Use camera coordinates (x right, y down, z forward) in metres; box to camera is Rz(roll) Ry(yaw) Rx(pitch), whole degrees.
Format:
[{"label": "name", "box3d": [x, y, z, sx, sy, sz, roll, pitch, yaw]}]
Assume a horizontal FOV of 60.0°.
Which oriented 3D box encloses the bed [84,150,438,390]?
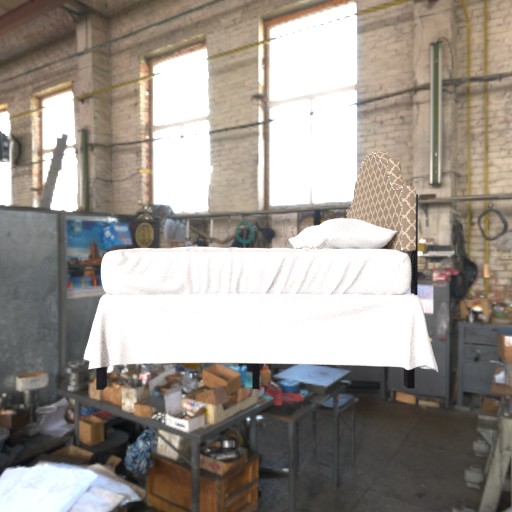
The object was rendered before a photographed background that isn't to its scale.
[{"label": "bed", "box3d": [0.000, 0.000, 3.507, 2.222, 1.633, 1.780, 0, 1, -1]}]
